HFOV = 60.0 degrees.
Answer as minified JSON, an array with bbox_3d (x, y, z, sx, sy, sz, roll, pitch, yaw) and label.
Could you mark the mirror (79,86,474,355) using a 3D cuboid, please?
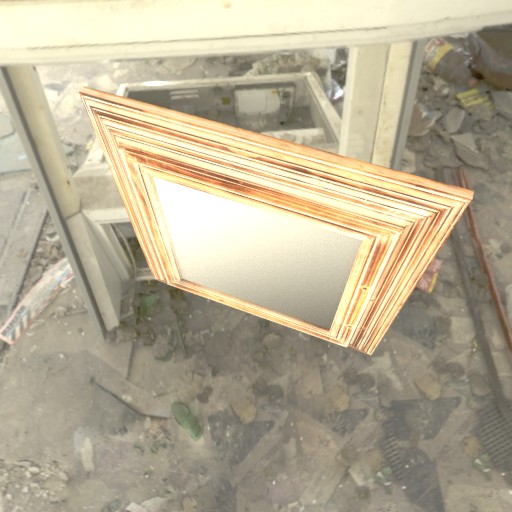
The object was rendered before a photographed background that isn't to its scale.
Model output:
[{"bbox_3d":[0.000,0.000,1.188,0.804,0.804,0.061,18,60,11],"label":"mirror"}]
